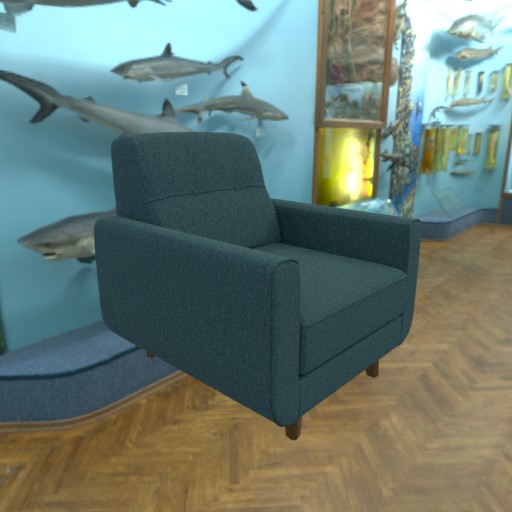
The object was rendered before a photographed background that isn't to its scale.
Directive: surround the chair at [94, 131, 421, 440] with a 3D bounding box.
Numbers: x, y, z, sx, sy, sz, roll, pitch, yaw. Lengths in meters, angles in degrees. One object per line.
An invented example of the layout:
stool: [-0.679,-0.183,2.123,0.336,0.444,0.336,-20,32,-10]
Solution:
chair: [0.000,0.000,1.731,0.964,0.940,0.880,14,20,41]
